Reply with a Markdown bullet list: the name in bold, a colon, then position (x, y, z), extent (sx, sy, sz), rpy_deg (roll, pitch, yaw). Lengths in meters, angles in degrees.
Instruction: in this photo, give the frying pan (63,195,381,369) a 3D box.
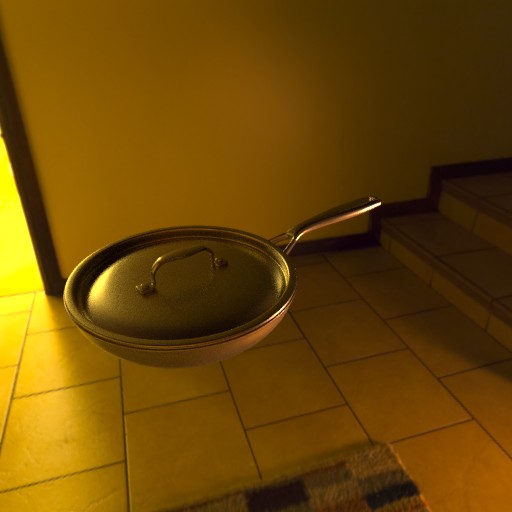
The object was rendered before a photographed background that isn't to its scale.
- **frying pan**: position (0.000, 0.000, 0.596), extent (0.490, 0.086, 0.272), rpy_deg (-20, 35, -32)
